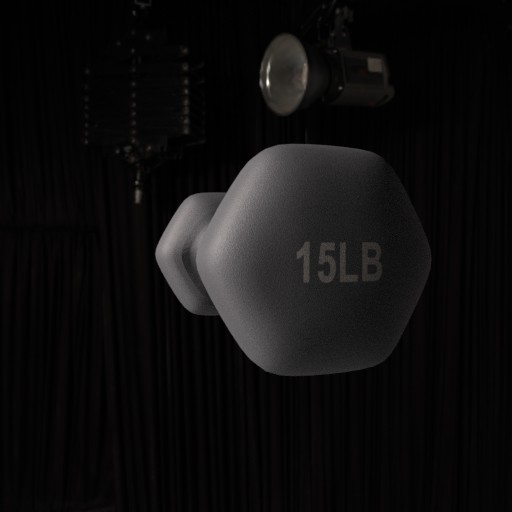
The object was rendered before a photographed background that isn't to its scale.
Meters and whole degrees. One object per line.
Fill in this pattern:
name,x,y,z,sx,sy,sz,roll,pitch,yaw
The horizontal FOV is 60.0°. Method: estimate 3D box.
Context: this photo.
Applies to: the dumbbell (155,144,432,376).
dumbbell,0.000,0.000,0.300,0.116,0.105,0.240,0,1,-18
